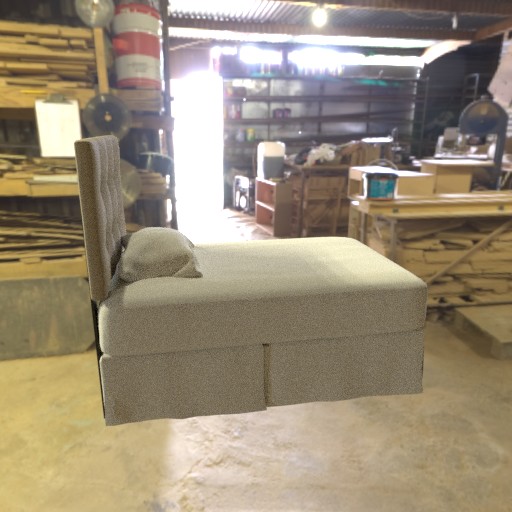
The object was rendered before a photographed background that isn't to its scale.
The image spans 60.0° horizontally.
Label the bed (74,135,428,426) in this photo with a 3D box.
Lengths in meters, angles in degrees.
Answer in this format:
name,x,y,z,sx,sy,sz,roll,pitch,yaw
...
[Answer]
name,x,y,z,sx,sy,sz,roll,pitch,yaw
bed,0.000,0.000,3.009,1.997,1.571,1.261,-3,17,-10
